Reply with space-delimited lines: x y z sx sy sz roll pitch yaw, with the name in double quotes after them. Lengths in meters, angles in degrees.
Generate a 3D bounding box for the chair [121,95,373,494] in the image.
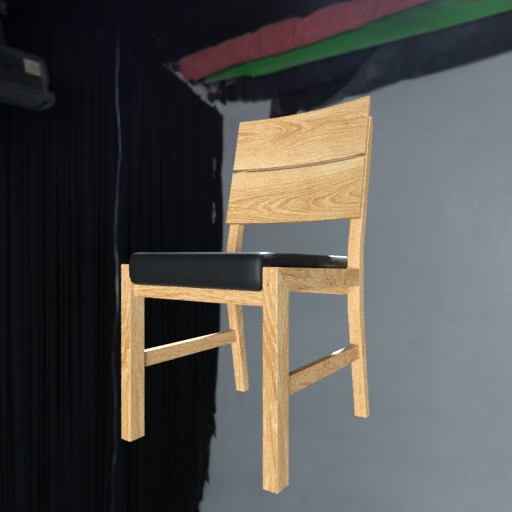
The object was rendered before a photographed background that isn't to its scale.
0.000 0.000 1.245 0.475 0.950 0.569 0 0 34 "chair"
